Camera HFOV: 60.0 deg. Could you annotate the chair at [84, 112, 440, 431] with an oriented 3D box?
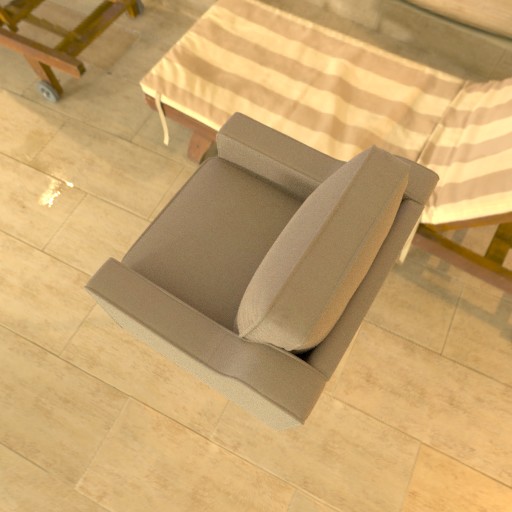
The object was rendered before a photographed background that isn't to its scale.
[{"bbox_3d":[0.000,0.000,1.668,0.882,0.948,0.922,30,68,13],"label":"chair"}]
